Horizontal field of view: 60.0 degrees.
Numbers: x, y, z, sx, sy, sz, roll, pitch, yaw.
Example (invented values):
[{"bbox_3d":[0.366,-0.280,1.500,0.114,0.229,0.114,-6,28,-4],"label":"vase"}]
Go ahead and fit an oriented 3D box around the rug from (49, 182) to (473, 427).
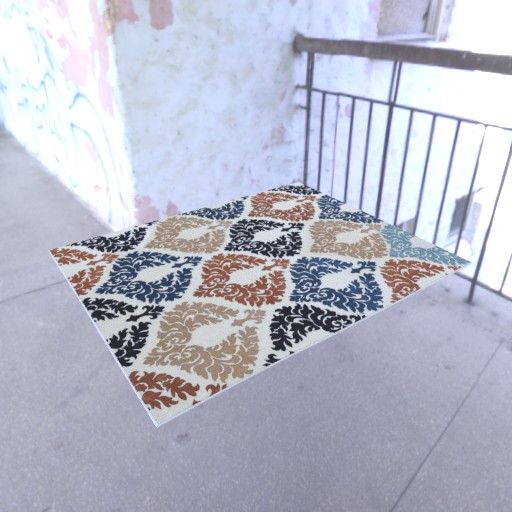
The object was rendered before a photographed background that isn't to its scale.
[{"bbox_3d":[0.000,0.000,4.044,3.040,0.014,2.423,-20,36,-30],"label":"rug"}]
